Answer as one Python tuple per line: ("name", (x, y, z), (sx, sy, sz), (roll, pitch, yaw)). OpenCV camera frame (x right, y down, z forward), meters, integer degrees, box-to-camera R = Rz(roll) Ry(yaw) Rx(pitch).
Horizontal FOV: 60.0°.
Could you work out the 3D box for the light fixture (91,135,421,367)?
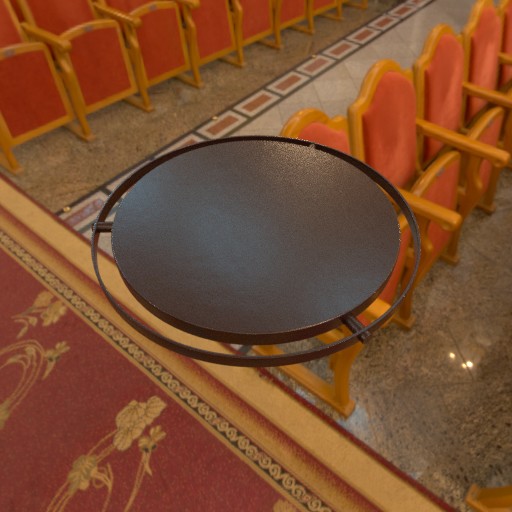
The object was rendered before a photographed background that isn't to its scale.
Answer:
("light fixture", (0.000, 0.000, 0.543), (0.361, 0.130, 0.361), (0, 46, 0))
